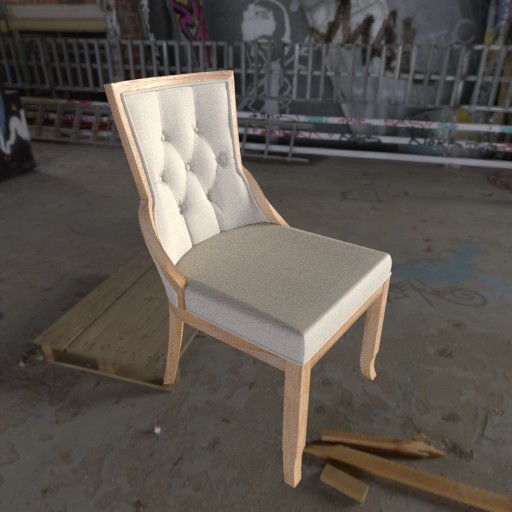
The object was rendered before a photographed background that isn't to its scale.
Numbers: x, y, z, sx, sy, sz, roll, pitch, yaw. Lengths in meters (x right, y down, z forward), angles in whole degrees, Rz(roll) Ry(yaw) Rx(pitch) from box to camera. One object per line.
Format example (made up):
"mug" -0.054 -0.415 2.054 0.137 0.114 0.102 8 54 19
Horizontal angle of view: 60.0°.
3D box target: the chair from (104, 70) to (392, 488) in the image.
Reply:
"chair" 0.000 0.000 1.291 0.641 0.947 0.524 19 33 32
